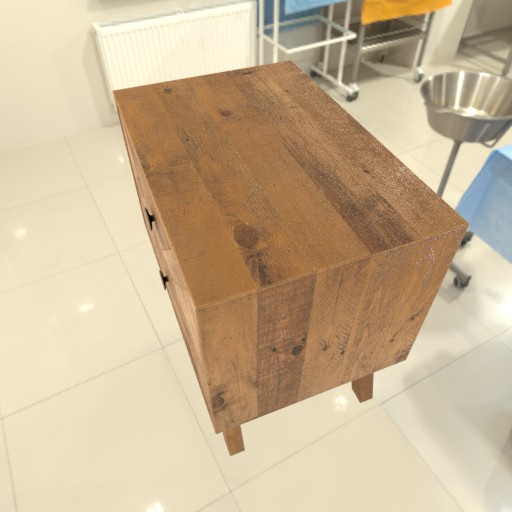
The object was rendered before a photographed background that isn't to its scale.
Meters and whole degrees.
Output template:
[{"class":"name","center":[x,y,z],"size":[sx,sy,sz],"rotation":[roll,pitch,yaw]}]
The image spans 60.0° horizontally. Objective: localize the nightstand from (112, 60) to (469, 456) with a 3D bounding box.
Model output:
[{"class":"nightstand","center":[0.000,0.000,1.047],"size":[0.450,0.599,0.650],"rotation":[-16,48,-15]}]
